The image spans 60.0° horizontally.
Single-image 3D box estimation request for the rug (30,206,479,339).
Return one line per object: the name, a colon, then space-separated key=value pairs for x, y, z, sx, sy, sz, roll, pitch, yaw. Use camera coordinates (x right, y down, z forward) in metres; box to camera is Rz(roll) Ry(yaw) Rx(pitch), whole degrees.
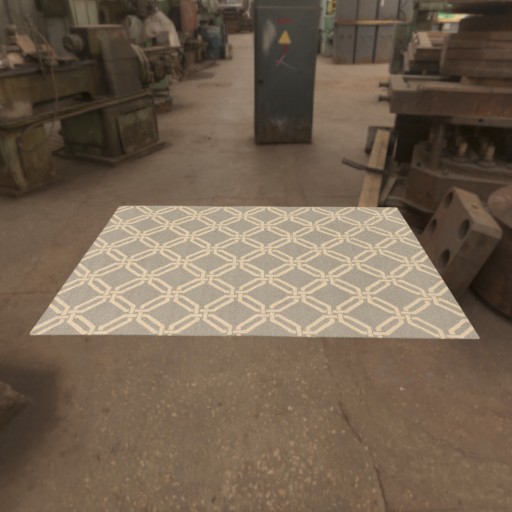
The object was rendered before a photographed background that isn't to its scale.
rug: x=0.000 y=0.000 z=2.746 sx=2.133 sy=0.013 sz=1.522 roll=0 pitch=30 yaw=1
